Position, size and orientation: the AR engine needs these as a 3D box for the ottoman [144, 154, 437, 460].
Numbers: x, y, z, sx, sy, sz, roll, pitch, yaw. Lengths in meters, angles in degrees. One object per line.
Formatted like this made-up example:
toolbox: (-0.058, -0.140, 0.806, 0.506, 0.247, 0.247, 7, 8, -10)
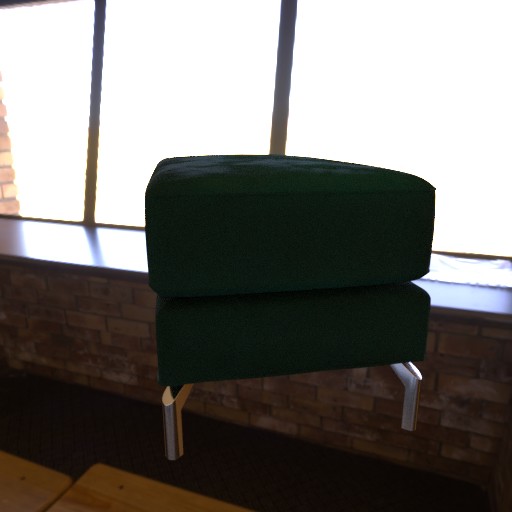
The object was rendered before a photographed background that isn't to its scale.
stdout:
ottoman: (0.000, 0.000, 1.208, 0.536, 0.533, 0.886, -3, 15, -10)
